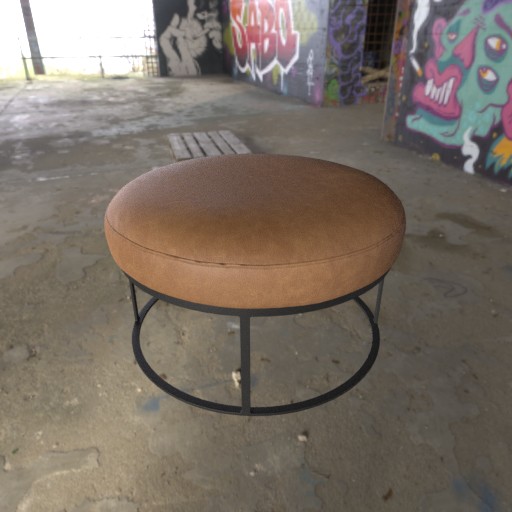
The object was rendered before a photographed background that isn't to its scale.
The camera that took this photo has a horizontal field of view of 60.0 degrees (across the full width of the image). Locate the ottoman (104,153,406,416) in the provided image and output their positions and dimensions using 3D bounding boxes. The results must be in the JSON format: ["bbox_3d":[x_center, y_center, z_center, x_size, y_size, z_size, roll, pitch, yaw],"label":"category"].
[{"bbox_3d":[0.000,0.000,1.251,0.771,0.460,0.771,0,27,0],"label":"ottoman"}]
